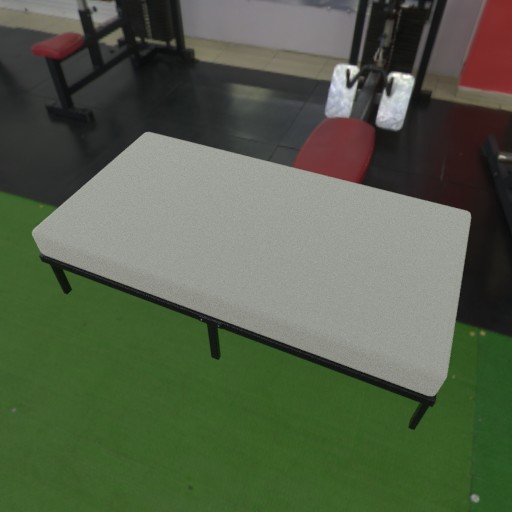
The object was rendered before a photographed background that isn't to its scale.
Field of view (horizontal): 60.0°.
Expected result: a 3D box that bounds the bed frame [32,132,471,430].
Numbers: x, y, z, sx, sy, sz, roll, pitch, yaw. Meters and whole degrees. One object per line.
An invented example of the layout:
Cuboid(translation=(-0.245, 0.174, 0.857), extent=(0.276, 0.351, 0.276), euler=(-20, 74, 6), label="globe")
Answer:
Cuboid(translation=(0.000, 0.000, 3.172), extent=(2.635, 0.680, 1.393), euler=(17, 49, 16), label="bed frame")
